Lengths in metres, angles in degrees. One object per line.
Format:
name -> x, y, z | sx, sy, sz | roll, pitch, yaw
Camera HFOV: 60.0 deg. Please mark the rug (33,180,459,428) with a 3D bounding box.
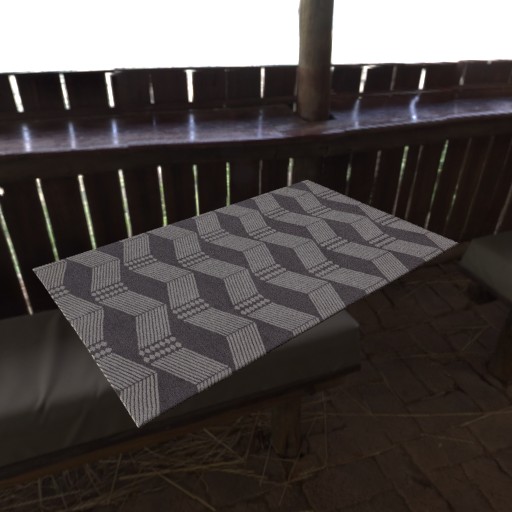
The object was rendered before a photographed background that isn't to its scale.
rug -> 0.000, 0.000, 2.968 | 2.435, 0.011, 1.517 | -23, 38, -32
